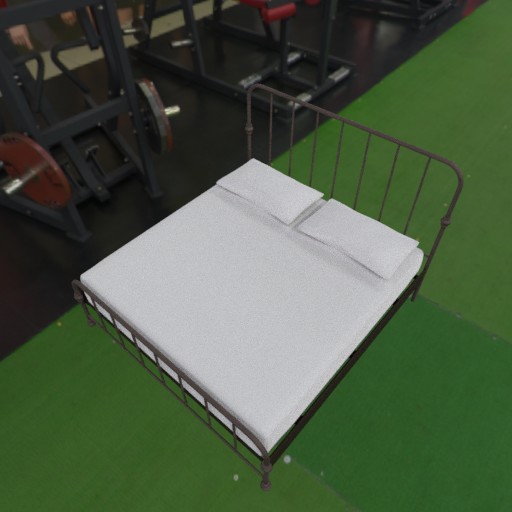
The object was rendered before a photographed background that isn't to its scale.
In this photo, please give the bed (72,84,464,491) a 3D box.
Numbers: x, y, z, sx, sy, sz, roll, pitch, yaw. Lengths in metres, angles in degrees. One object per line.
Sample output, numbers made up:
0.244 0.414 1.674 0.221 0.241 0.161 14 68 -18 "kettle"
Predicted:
0.000 0.000 3.399 2.044 1.446 2.134 32 55 27 "bed"
